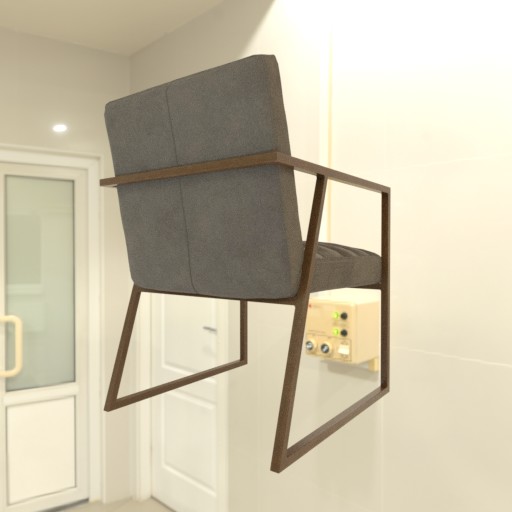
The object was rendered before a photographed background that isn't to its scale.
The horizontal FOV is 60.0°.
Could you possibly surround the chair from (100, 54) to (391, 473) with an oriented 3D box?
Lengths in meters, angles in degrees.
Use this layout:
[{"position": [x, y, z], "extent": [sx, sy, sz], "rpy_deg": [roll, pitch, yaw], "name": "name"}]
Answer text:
[{"position": [0.000, 0.000, 1.288], "extent": [0.578, 0.843, 0.682], "rpy_deg": [1, 1, 37], "name": "chair"}]
